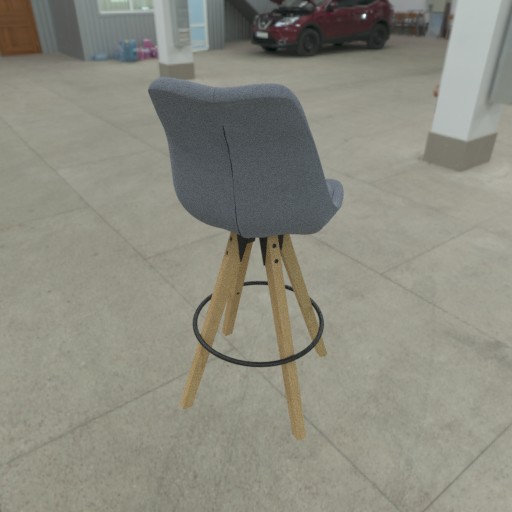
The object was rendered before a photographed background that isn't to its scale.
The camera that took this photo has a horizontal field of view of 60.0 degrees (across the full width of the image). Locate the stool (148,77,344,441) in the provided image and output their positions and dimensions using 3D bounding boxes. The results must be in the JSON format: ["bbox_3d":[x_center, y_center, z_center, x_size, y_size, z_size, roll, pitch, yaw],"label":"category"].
[{"bbox_3d":[0.000,0.000,1.387,0.485,1.115,0.550,10,33,15],"label":"stool"}]
